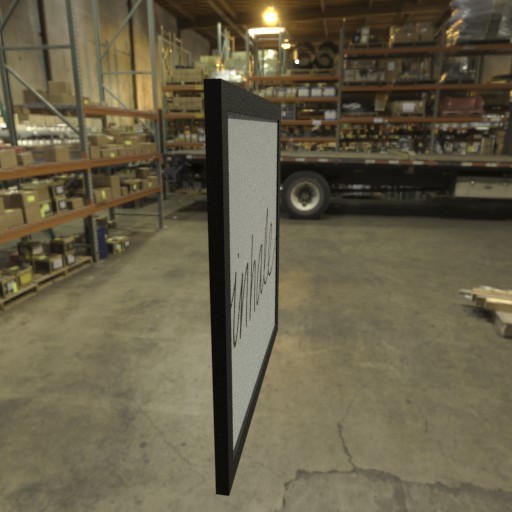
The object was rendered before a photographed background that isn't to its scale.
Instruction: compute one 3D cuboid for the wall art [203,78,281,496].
[{"bbox_3d":[0.000,0.000,0.525,0.013,0.356,0.356,3,16,10],"label":"wall art"}]
